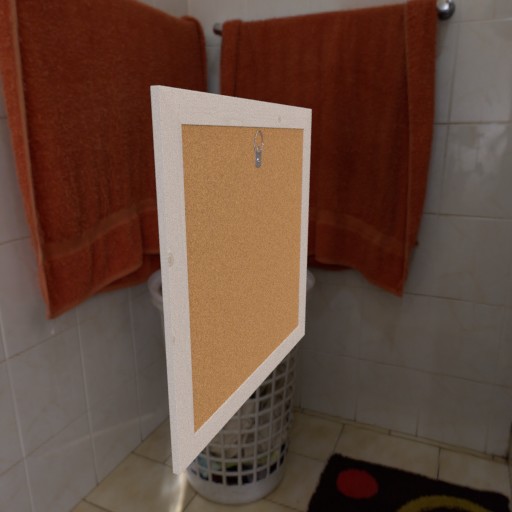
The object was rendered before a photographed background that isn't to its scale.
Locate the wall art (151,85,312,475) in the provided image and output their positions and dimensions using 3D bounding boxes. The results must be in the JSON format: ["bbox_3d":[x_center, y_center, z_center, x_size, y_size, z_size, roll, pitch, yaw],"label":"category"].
[{"bbox_3d":[0.000,0.000,0.873,0.015,0.577,0.572,7,17,25],"label":"wall art"}]
